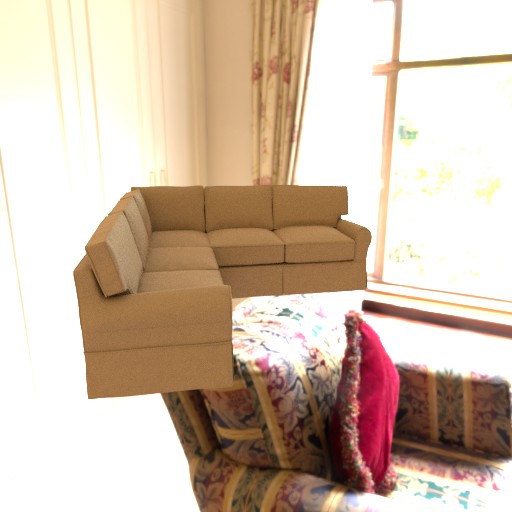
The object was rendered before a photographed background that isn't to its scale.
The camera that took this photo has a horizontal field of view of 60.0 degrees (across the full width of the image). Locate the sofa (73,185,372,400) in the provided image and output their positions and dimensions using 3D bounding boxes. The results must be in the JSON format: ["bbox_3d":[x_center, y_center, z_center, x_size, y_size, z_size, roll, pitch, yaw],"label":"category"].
[{"bbox_3d":[0.000,0.000,4.246,2.733,1.124,2.730,-3,16,-10],"label":"sofa"}]
